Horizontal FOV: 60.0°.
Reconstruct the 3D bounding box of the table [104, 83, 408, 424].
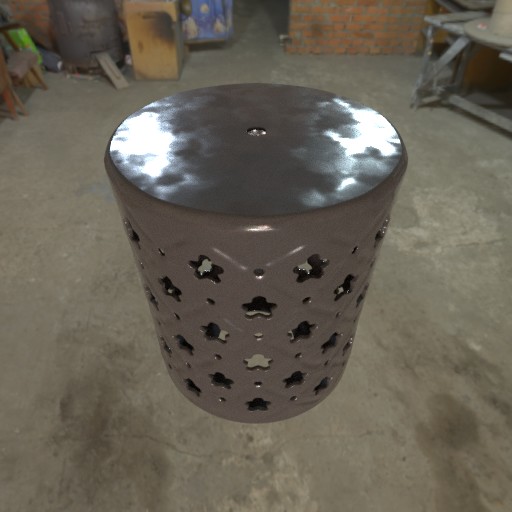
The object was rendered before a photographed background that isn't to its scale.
[{"bbox_3d":[0.000,0.000,0.646,0.352,0.387,0.352,0,41,0],"label":"table"}]
